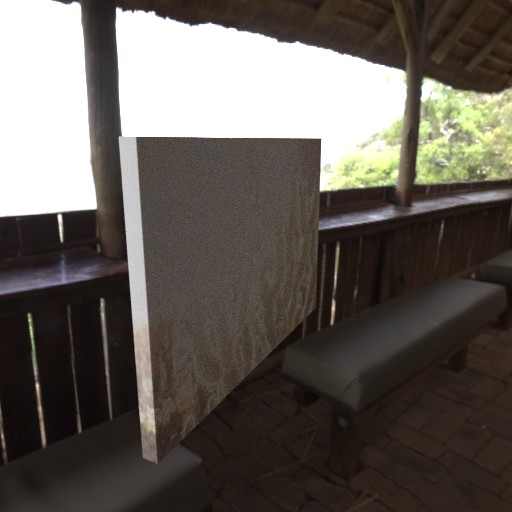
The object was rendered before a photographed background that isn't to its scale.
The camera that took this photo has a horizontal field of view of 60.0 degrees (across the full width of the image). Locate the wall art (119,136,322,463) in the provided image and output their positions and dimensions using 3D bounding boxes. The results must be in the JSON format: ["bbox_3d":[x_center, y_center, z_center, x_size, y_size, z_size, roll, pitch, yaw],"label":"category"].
[{"bbox_3d":[0.000,0.000,1.178,0.040,0.608,0.916,7,16,26],"label":"wall art"}]
